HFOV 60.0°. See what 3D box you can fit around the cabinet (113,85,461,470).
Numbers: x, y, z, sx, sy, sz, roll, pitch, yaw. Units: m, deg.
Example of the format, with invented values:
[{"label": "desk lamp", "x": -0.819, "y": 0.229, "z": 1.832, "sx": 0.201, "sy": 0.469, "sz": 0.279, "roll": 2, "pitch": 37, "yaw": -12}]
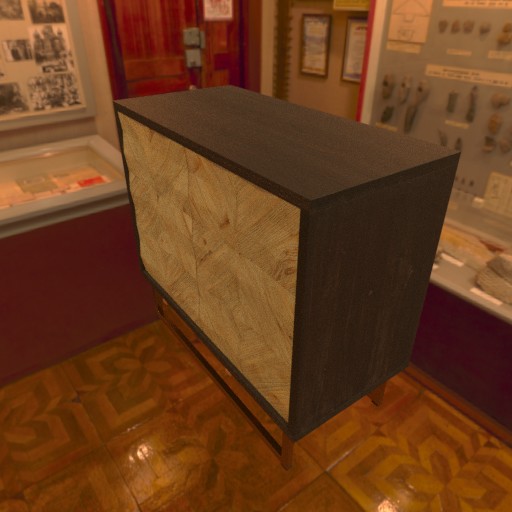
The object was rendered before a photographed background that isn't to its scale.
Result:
[{"label": "cabinet", "x": 0.000, "y": 0.000, "z": 1.433, "sx": 0.451, "sy": 0.860, "sz": 0.950, "roll": -21, "pitch": 37, "yaw": -30}]
